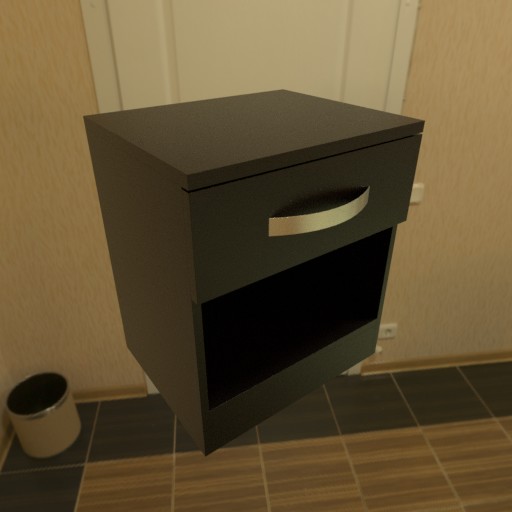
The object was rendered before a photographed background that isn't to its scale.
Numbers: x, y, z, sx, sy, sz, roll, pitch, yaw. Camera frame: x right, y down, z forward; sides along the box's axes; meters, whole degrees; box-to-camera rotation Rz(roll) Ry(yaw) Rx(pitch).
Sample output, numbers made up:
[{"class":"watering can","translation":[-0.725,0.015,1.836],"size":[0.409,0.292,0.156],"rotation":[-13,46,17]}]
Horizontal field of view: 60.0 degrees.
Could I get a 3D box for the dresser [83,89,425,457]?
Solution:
[{"class":"dresser","translation":[0.000,0.000,0.780],"size":[0.400,0.470,0.360],"rotation":[-20,36,-31]}]
